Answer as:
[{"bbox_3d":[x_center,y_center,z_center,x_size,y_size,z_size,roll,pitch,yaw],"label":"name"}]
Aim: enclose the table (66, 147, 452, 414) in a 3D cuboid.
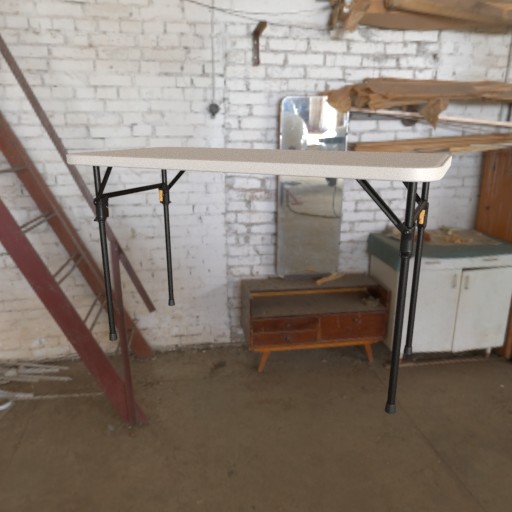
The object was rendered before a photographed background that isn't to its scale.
[{"bbox_3d":[0.000,0.000,1.620,1.219,0.729,0.610,8,18,24],"label":"table"}]
